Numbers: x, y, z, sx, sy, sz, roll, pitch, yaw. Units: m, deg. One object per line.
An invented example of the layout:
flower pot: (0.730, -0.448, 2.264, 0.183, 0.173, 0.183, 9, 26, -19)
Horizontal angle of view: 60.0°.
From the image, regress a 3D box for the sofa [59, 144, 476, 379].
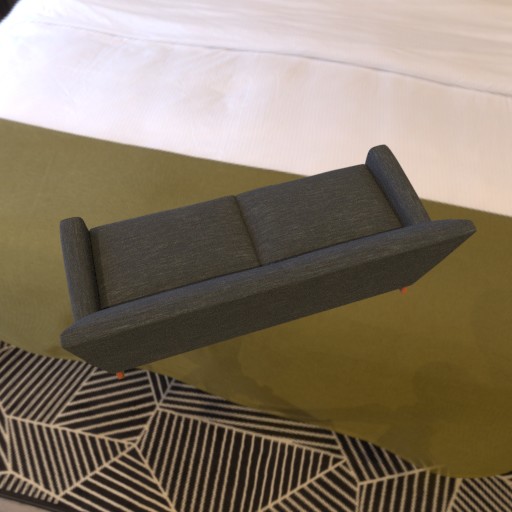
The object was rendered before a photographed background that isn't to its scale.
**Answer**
sofa: (0.000, 0.000, 2.484, 1.976, 0.846, 0.875, -15, 58, -10)
